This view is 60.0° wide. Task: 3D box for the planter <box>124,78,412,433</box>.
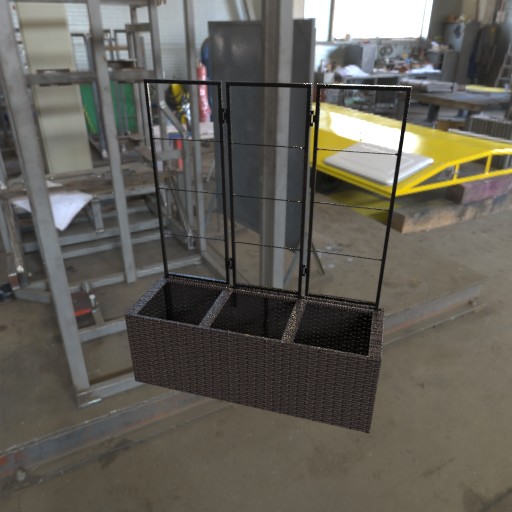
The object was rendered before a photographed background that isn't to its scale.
[{"bbox_3d":[0.000,0.000,1.174,0.699,0.841,0.244,8,28,15],"label":"planter"}]
